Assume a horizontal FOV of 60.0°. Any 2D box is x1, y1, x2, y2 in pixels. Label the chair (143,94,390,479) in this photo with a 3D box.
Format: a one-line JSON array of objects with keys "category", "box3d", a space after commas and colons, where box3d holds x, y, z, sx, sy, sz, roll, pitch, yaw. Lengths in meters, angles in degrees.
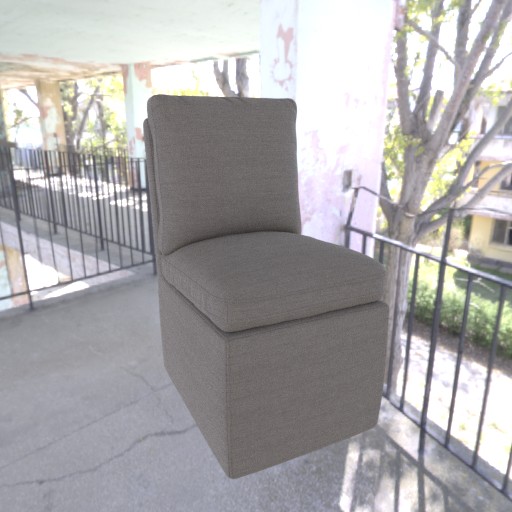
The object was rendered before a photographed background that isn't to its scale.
[{"category": "chair", "box3d": [0.000, 0.000, 1.334, 0.503, 0.927, 0.698, -8, 18, -25]}]
